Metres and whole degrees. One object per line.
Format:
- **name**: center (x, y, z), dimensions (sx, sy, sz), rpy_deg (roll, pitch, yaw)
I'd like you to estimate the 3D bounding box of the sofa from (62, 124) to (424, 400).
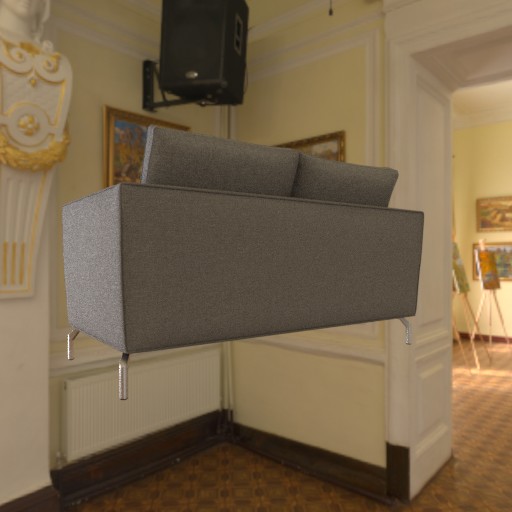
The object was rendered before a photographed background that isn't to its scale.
- **sofa**: center (0.000, 0.000, 2.137), dimensions (1.594, 0.924, 0.803), rpy_deg (0, 0, -36)
